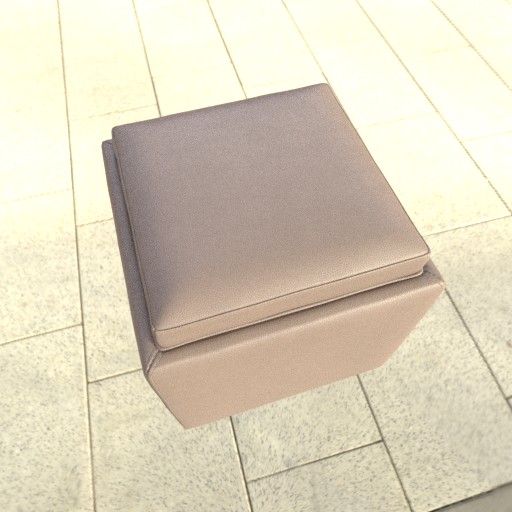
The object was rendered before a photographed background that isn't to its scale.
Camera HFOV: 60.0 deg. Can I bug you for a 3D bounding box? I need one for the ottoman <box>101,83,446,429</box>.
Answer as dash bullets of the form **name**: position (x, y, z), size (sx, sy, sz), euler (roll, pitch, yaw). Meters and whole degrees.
- **ottoman**: position (0.000, 0.000, 0.832), size (0.451, 0.460, 0.450), euler (-15, 60, -9)
